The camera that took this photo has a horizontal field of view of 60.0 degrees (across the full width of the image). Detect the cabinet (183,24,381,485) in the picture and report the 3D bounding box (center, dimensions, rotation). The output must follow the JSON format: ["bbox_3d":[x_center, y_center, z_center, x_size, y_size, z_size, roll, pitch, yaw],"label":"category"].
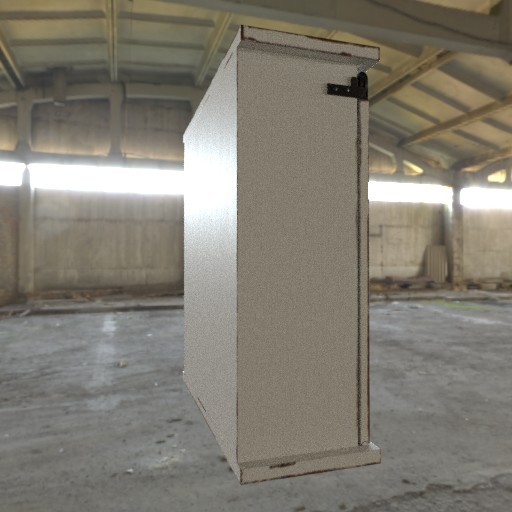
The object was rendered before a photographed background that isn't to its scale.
[{"bbox_3d":[0.000,0.000,0.869,0.210,0.603,0.541,0,-1,-17],"label":"cabinet"}]
